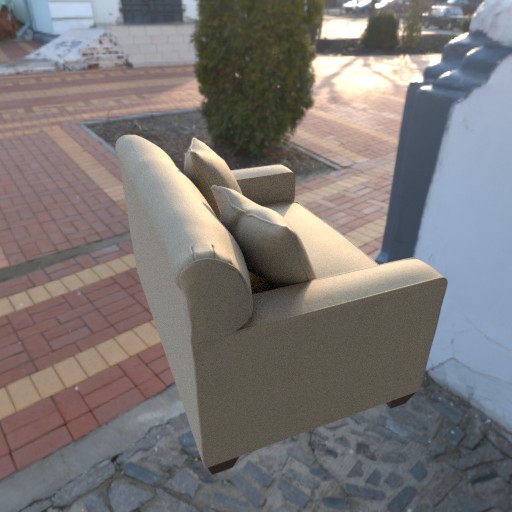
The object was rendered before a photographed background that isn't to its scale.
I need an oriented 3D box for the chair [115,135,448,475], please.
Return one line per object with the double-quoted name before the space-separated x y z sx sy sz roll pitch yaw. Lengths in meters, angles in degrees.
"chair" 0.000 0.000 2.050 1.000 0.948 1.383 -12 32 -19
